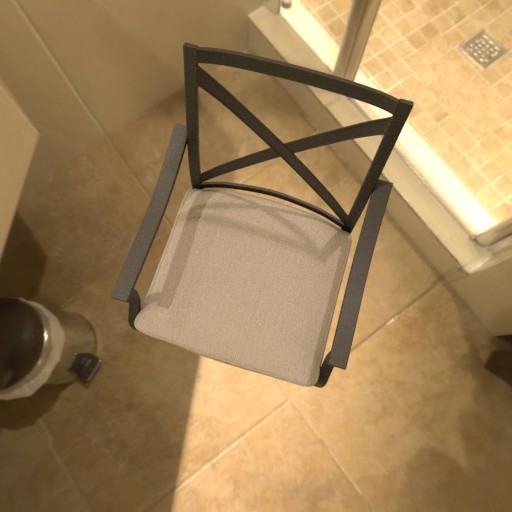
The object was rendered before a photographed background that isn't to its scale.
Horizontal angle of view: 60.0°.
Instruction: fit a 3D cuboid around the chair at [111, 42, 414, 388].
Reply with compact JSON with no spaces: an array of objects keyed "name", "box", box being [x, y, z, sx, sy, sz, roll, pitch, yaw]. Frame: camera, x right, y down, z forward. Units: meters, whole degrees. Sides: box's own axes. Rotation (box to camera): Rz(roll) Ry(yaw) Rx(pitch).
[{"name":"chair","box":[0.000,0.000,1.268,0.575,0.889,0.620,16,76,4]}]
